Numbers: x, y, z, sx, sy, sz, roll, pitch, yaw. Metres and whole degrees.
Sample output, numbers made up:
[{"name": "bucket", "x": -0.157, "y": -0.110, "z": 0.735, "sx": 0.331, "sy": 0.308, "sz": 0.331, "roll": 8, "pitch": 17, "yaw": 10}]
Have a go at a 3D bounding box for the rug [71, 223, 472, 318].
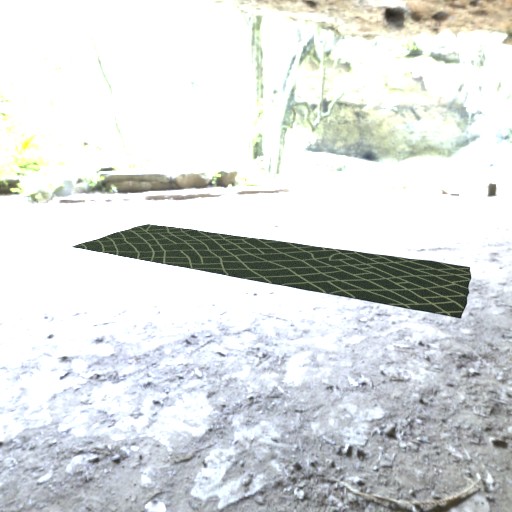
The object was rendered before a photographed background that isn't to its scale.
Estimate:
[{"name": "rug", "x": 0.000, "y": 0.000, "z": 2.822, "sx": 2.476, "sy": 0.010, "sz": 0.807, "roll": 9, "pitch": 19, "yaw": 26}]
